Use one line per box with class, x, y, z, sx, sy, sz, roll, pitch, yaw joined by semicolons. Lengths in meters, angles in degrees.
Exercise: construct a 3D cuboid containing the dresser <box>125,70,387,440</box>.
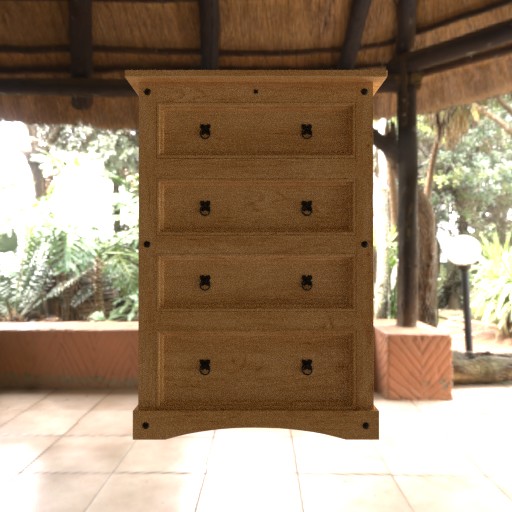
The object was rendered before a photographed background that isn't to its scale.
dresser;0.000;0.000;1.779;0.915;1.300;0.485;0;0;0
